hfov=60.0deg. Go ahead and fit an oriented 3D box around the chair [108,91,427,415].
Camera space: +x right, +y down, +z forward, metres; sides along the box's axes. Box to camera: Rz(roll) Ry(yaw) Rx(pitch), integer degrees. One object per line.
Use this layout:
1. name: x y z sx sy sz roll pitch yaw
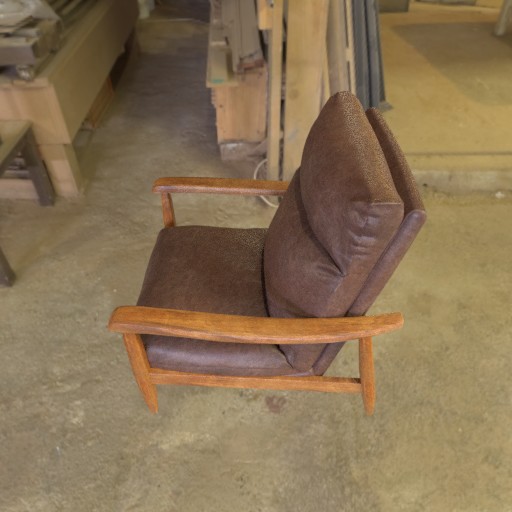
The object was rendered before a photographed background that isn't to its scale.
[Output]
1. chair: 0.000 0.000 1.500 0.830 0.897 0.782 0 42 0
